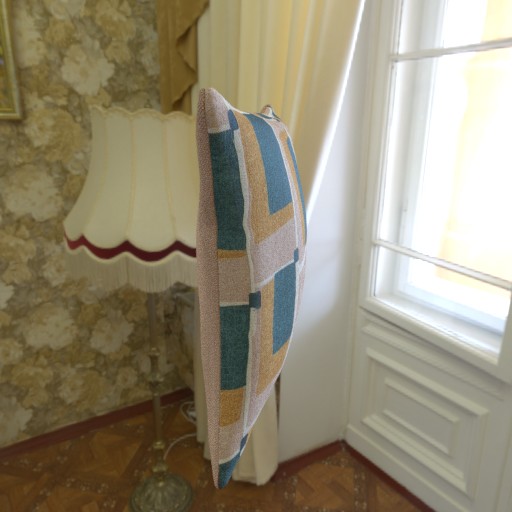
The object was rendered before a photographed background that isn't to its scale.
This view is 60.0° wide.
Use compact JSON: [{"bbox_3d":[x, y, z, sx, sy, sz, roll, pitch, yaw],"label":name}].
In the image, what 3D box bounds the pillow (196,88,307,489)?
[{"bbox_3d":[0.000,0.000,0.713,0.158,0.479,0.478,3,17,9],"label":"pillow"}]
